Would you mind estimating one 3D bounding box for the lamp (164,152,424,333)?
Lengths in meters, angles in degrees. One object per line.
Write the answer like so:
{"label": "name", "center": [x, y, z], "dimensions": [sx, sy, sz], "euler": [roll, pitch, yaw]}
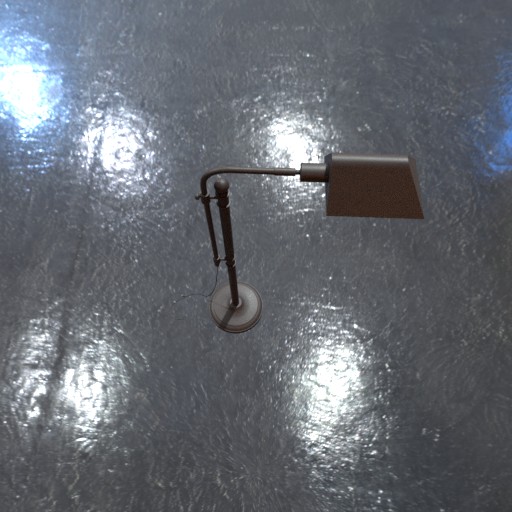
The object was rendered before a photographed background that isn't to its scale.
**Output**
{"label": "lamp", "center": [0.000, 0.000, 0.994], "dimensions": [0.545, 0.708, 0.159], "euler": [2, 64, 1]}
